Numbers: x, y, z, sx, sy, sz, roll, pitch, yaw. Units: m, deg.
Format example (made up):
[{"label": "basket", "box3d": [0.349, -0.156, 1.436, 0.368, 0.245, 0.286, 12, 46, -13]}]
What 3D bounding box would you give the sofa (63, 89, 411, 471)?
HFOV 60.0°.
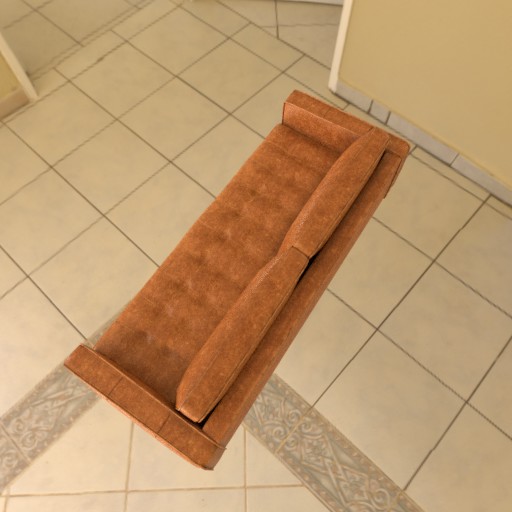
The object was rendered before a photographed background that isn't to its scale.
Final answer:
[{"label": "sofa", "box3d": [0.000, 0.000, 2.607, 0.886, 0.779, 2.199, 31, 68, 14]}]
